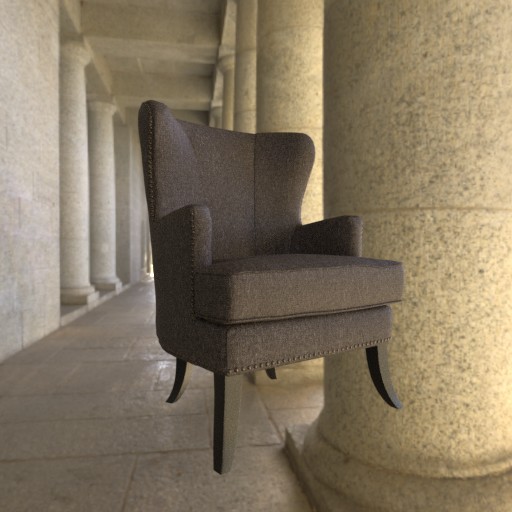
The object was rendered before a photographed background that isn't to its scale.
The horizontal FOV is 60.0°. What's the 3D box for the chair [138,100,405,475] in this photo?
[{"bbox_3d":[0.000,0.000,1.586,0.759,1.060,0.758,-1,1,-38],"label":"chair"}]
